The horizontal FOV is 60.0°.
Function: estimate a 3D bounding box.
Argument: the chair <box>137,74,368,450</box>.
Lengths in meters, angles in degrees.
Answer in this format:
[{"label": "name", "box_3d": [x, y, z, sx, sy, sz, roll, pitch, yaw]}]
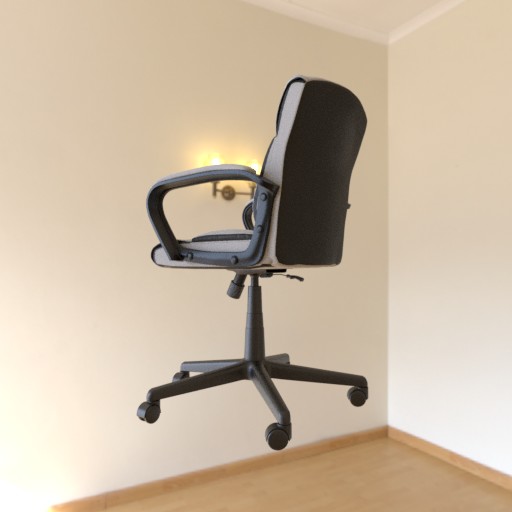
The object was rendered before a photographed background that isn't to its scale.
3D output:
[{"label": "chair", "box_3d": [0.000, 0.000, 1.523, 0.717, 1.004, 0.739, -1, -1, 36]}]
